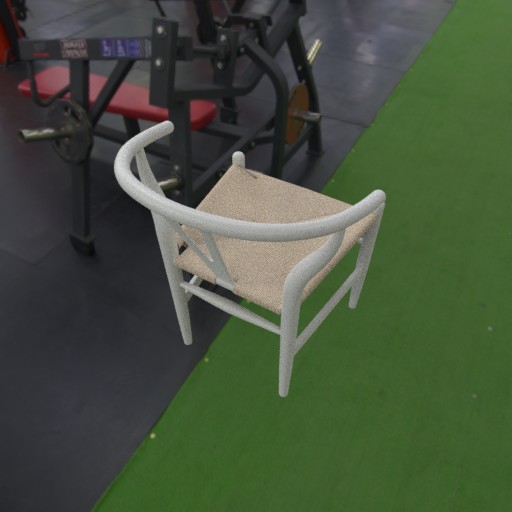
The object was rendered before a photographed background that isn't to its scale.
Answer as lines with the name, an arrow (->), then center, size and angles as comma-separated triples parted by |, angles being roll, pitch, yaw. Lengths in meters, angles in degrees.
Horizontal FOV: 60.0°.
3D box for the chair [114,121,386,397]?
chair -> 0.000, 0.000, 1.177 | 0.569, 0.730, 0.579 | 23, 50, 21
